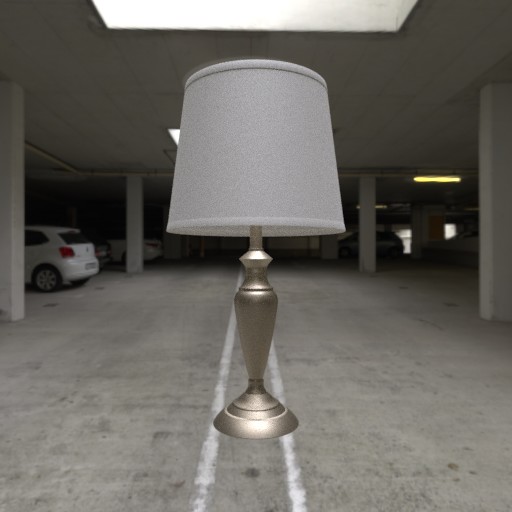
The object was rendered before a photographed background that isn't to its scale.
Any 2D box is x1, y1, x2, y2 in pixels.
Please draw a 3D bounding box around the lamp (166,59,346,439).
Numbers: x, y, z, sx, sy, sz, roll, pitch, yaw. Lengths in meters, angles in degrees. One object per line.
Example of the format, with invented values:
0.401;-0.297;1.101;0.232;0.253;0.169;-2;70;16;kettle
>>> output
0.000;0.000;0.828;0.328;0.619;0.328;0;0;0;lamp
